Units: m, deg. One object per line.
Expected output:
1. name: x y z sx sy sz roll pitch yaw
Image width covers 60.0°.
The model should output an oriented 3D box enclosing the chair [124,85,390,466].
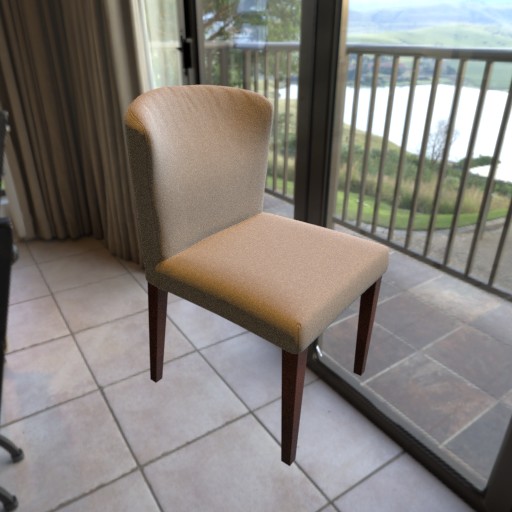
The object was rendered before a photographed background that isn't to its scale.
1. chair: 0.000 0.000 1.215 0.592 0.839 0.491 19 33 33
